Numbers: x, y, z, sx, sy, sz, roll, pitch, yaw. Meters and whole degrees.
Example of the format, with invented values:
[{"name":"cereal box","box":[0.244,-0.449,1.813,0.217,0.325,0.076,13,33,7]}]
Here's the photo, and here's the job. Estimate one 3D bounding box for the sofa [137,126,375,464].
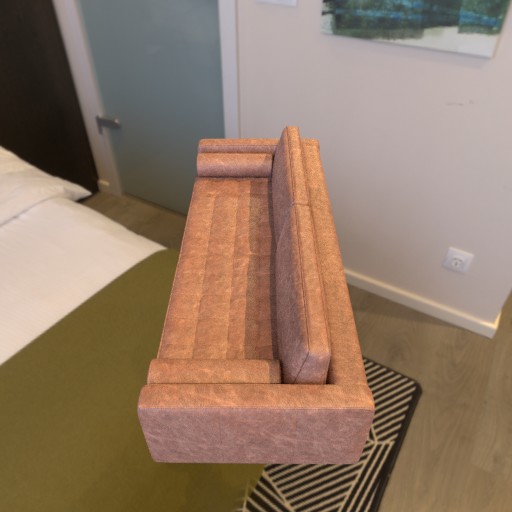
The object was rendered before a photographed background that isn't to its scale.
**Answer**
[{"name":"sofa","box":[0.000,0.000,2.575,0.914,0.762,2.210,0,41,0]}]
